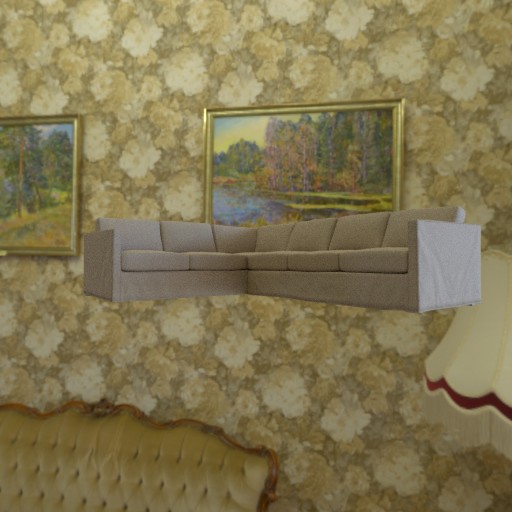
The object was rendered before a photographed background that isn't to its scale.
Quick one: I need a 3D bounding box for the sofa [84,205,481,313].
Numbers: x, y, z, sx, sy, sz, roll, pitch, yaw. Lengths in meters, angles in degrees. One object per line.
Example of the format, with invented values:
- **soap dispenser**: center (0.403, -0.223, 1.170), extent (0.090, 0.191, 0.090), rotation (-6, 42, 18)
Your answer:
- **sofa**: center (0.000, 0.000, 4.314), extent (2.432, 0.871, 3.182), rotation (1, -1, -36)
